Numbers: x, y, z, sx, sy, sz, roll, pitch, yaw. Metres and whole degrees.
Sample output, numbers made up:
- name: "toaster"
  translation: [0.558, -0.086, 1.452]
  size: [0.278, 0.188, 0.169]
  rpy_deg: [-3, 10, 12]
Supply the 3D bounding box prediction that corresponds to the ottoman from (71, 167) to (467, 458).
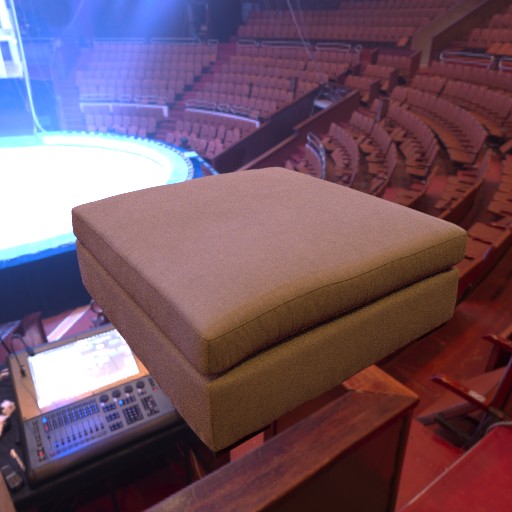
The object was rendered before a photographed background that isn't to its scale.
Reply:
- name: "ottoman"
  translation: [0.000, 0.000, 1.827]
  size: [1.171, 0.517, 1.203]
  rpy_deg: [-18, 31, -32]
